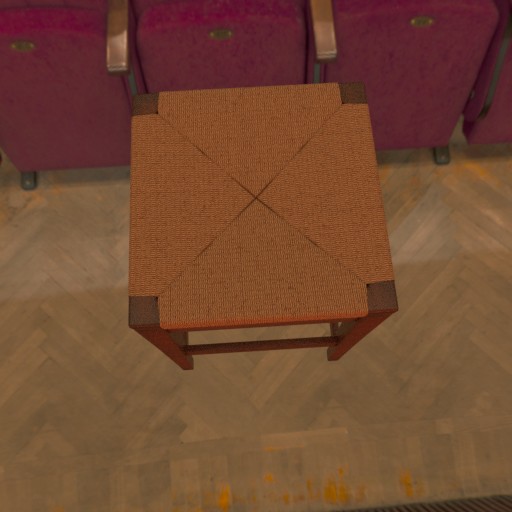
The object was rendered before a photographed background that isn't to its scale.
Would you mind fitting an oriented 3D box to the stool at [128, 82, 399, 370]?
[{"bbox_3d":[0.000,0.000,1.117,0.497,0.762,0.507,-3,74,-1],"label":"stool"}]
